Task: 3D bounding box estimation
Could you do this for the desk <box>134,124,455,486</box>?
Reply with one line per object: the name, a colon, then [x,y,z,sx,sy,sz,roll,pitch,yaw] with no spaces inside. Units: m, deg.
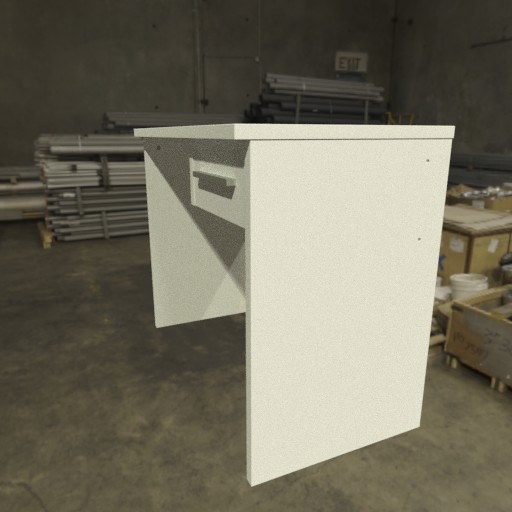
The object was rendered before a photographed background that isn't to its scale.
desk: [0.000,0.000,1.313,0.498,0.729,0.900,-7,17,-24]
